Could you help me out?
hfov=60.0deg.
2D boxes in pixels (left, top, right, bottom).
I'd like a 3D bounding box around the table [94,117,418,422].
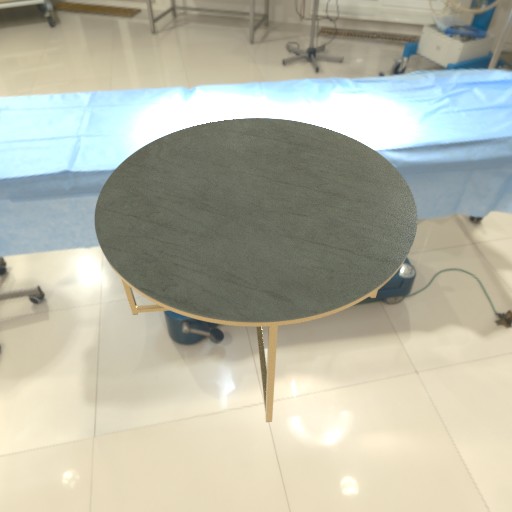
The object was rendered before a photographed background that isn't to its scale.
[{"bbox_3d":[0.000,0.000,1.293,0.800,0.450,0.800,0,45,0],"label":"table"}]
